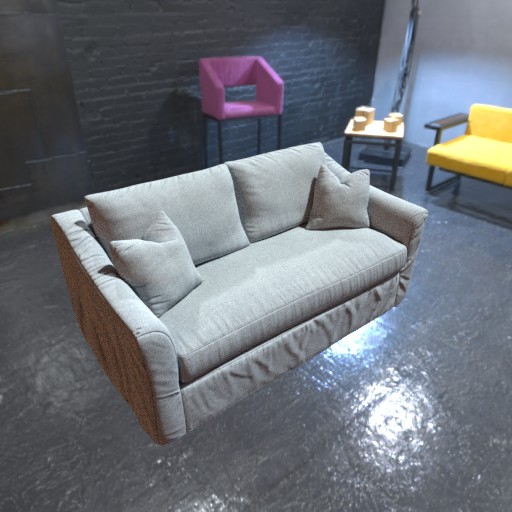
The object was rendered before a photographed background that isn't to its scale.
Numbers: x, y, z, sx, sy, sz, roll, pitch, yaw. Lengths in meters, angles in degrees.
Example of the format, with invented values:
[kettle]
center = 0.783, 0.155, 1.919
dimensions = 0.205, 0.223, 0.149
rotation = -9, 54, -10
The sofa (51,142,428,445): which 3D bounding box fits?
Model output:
[sofa]
center = 0.000, 0.000, 2.716
dimensions = 2.010, 1.018, 1.072
rotation = -22, 37, -32
